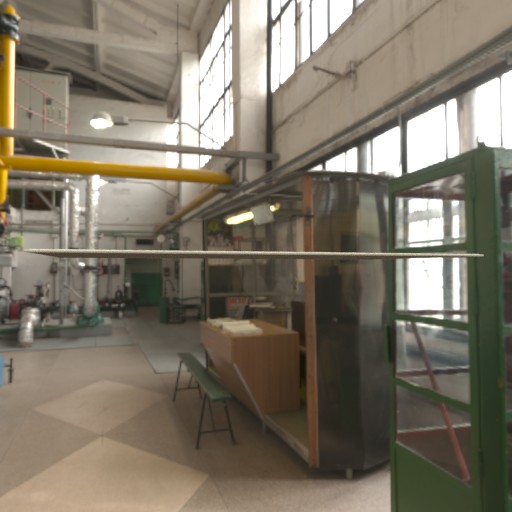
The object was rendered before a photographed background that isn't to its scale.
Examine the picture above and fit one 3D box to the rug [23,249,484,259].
[{"bbox_3d":[0.000,0.000,1.401,1.219,0.007,0.604,0,-1,-18],"label":"rug"}]
